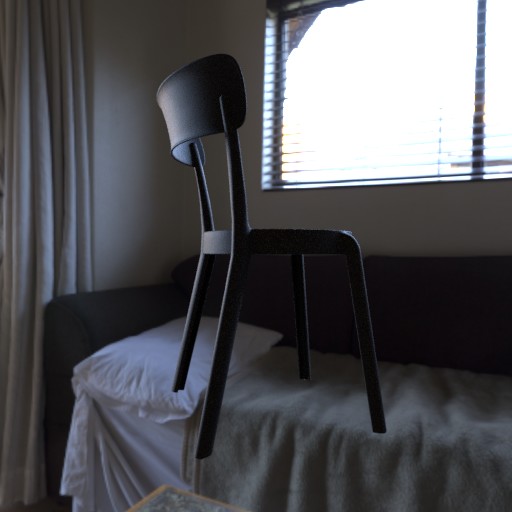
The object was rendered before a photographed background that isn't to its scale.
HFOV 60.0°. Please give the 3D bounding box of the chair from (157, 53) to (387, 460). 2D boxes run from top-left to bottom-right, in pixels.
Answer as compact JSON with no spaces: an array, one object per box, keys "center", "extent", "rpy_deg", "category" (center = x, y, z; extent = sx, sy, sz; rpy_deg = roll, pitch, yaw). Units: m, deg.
[{"center":[0.000,0.000,1.131],"extent":[0.491,0.790,0.506],"rpy_deg":[0,1,-17],"category":"chair"}]
